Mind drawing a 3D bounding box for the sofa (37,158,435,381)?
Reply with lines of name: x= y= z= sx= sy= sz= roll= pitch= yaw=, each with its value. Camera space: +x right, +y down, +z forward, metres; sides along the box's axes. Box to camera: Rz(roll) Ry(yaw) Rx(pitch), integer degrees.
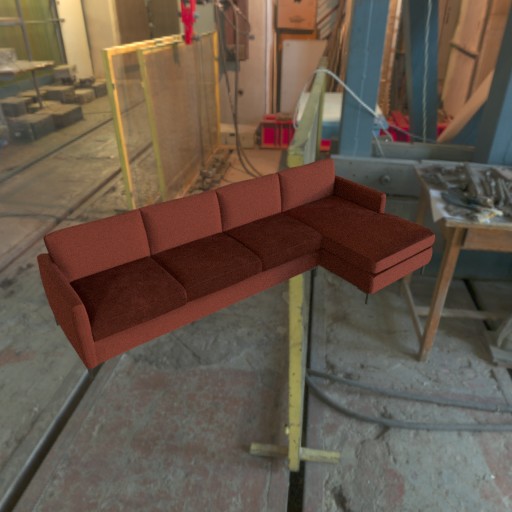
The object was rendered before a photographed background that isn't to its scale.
sofa: x=0.000 y=0.000 z=3.507 sx=2.932 sy=0.810 sz=1.350 roll=-21 pitch=36 yaw=-32
